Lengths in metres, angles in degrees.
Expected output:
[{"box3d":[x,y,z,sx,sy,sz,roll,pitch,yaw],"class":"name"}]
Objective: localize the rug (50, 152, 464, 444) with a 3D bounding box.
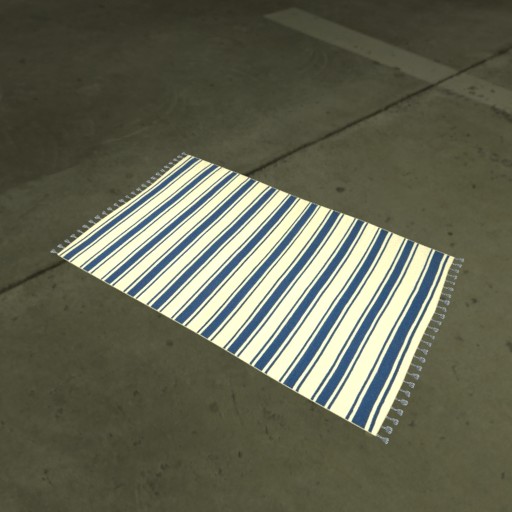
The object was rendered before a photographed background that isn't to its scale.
[{"box3d":[0.000,0.000,2.588,2.108,0.009,1.248,25,51,22],"class":"rug"}]
